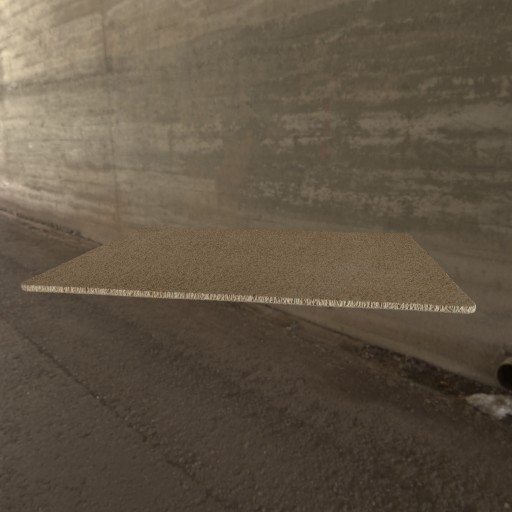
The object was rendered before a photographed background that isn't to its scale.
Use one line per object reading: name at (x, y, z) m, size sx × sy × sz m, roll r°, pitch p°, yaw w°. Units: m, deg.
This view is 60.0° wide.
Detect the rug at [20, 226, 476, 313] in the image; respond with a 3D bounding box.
rug at (0.000, 0.000, 2.087) m, size 1.600 × 0.025 × 1.199 m, roll 2°, pitch 14°, yaw 8°
